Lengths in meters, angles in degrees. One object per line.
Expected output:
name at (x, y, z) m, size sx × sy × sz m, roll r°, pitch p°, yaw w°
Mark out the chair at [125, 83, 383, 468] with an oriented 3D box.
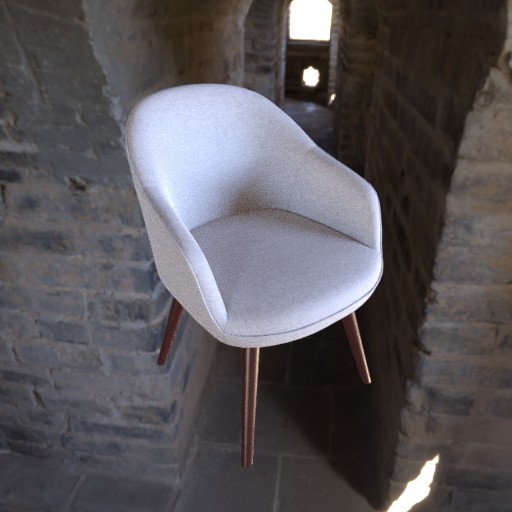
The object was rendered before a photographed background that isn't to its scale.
chair at (0.000, 0.000, 1.226) m, size 0.596 × 0.823 × 0.635 m, roll -21°, pitch 36°, yaw -32°
